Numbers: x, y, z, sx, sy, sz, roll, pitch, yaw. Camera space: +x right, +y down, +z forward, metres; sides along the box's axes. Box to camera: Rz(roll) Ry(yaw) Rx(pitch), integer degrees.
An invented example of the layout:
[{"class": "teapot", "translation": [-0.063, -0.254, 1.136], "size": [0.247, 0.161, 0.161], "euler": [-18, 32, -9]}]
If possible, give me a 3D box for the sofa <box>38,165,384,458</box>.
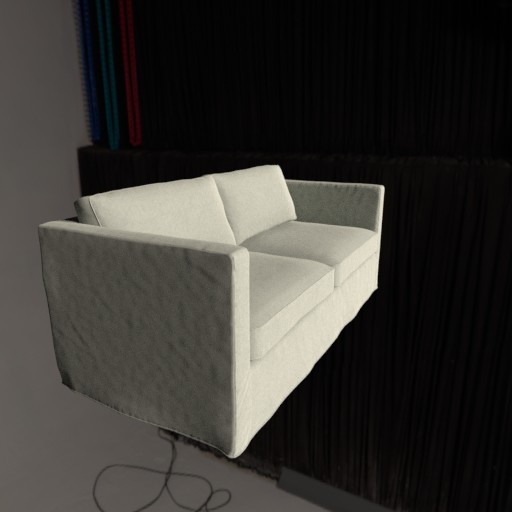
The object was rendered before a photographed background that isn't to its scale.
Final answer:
[{"class": "sofa", "translation": [0.000, 0.000, 2.440], "size": [0.940, 0.870, 1.987], "euler": [9, 18, 27]}]
